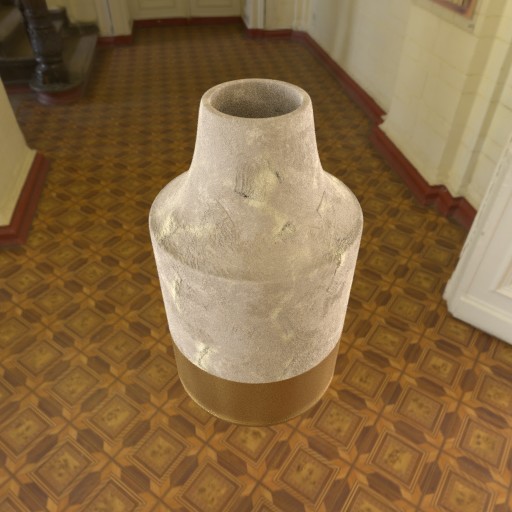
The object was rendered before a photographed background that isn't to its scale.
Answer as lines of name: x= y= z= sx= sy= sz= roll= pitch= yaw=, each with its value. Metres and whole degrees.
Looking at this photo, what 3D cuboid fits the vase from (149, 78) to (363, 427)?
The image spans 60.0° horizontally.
vase: x=0.000 y=0.000 z=0.420 sx=0.184 sy=0.305 sz=0.184 roll=0 pitch=42 yaw=0
